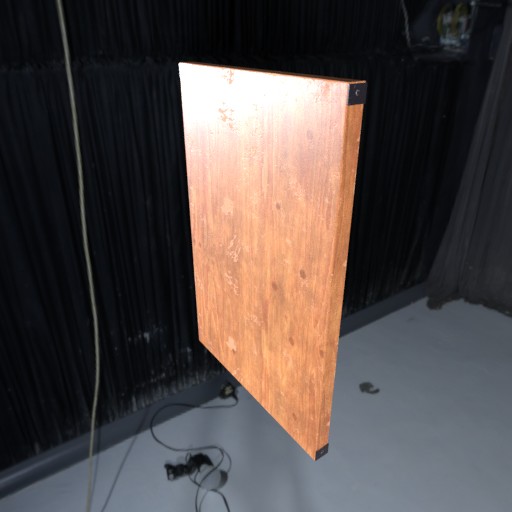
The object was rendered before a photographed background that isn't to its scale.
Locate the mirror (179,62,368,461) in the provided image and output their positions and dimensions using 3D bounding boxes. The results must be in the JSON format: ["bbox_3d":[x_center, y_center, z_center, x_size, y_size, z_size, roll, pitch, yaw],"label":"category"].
[{"bbox_3d":[0.000,0.000,0.977,0.053,0.761,0.517,-18,32,-31],"label":"mirror"}]
